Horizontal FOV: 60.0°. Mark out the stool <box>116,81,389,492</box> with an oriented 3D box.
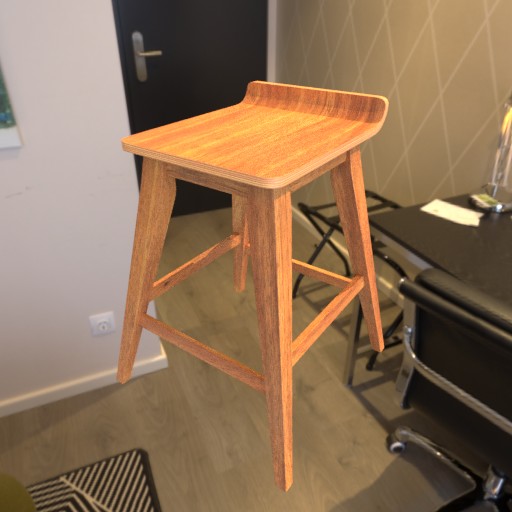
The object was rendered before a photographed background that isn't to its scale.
[{"bbox_3d":[0.000,0.000,0.991,0.500,0.650,0.500,20,36,30],"label":"stool"}]
